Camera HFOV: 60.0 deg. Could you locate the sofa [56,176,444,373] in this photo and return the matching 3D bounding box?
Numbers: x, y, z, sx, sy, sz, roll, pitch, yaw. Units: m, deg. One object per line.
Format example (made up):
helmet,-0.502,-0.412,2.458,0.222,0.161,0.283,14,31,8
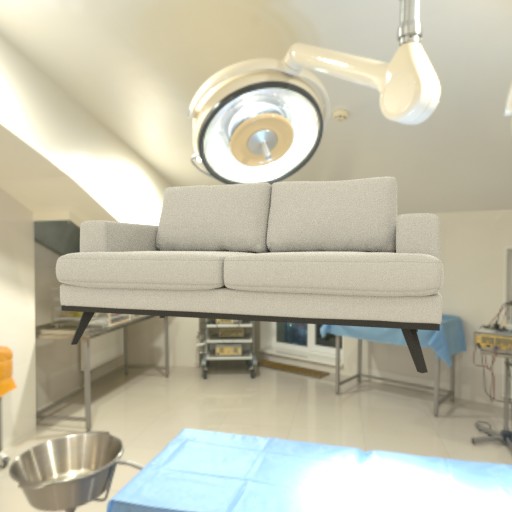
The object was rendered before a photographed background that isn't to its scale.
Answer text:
sofa,0.000,0.000,2.198,1.650,0.810,0.920,0,1,18
